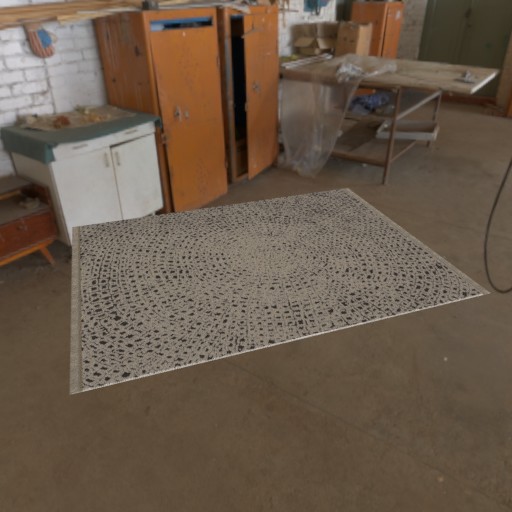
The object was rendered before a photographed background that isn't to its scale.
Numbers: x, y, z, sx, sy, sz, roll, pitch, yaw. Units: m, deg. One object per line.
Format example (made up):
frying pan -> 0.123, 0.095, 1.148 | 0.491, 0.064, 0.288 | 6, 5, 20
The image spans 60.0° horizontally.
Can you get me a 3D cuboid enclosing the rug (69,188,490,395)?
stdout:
rug -> 0.000, 0.000, 2.082 | 1.634, 0.003, 1.190 | -10, 33, -16
